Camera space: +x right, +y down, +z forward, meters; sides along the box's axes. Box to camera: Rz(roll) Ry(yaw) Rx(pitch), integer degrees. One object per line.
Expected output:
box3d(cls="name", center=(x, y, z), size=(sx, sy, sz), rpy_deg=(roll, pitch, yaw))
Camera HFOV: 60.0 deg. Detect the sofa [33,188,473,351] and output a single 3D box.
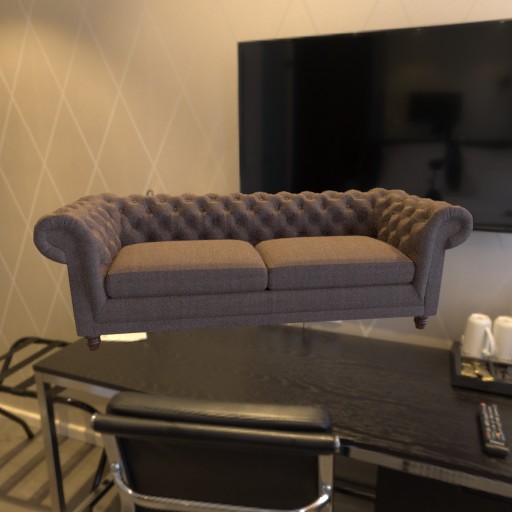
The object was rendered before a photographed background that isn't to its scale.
box3d(cls="sofa", center=(0.000, 0.000, 2.852), size=(2.385, 0.787, 0.944), rpy_deg=(-2, 14, -8))
